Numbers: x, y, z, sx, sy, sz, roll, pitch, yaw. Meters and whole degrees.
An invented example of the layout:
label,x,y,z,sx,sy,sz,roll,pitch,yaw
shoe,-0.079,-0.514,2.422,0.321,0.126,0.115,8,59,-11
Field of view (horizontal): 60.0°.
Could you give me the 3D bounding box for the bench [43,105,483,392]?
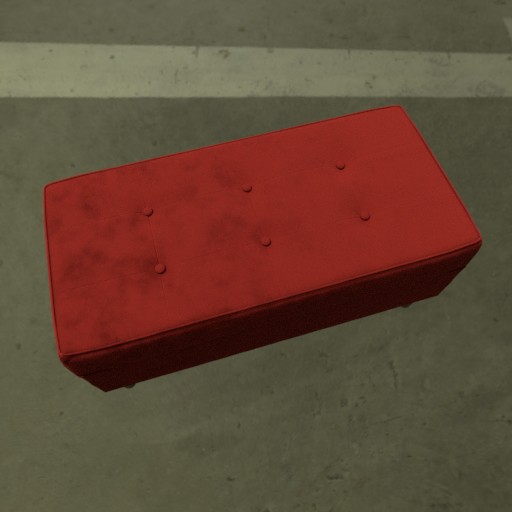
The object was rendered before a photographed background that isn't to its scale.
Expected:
label,x,y,z,sx,sy,sz,roll,pitch,yaw
bench,0.000,0.000,1.283,1.016,0.471,0.492,-15,63,-8
